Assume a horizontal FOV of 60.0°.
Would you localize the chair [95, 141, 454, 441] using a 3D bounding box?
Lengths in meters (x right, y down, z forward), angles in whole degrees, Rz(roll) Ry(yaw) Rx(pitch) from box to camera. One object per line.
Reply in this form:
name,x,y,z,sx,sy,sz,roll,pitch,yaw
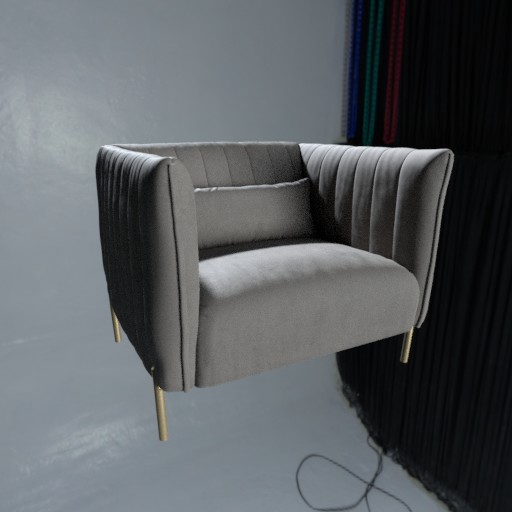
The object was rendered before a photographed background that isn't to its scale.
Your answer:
chair,0.000,0.000,1.593,0.981,0.779,0.873,-8,18,-27
